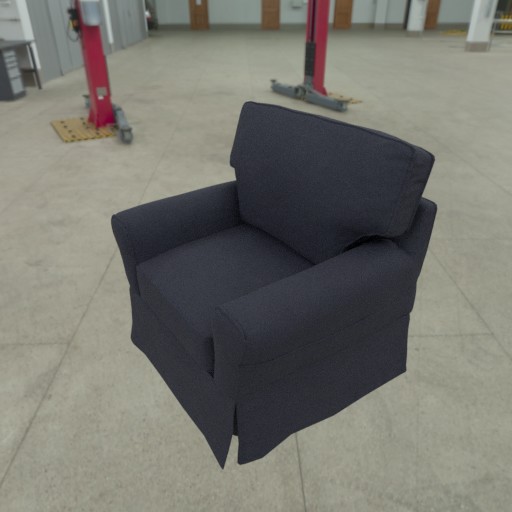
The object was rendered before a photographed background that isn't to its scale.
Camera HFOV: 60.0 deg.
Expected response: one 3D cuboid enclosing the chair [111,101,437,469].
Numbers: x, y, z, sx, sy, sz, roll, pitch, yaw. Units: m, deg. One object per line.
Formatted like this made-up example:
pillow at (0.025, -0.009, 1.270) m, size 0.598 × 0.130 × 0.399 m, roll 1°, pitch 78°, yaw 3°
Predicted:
chair at (0.000, 0.000, 1.964) m, size 1.002 × 1.140 × 1.119 m, roll -21°, pitch 36°, yaw -31°
